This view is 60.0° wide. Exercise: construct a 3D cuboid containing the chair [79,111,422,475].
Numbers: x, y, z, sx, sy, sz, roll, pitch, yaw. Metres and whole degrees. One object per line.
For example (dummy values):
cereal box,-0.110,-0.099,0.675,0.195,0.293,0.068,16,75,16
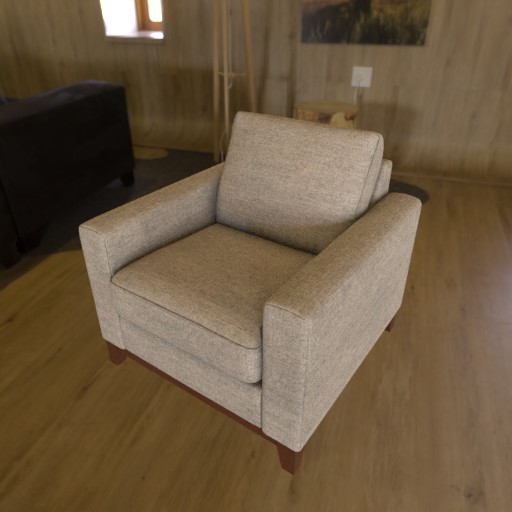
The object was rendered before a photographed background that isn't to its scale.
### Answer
chair,0.000,0.000,1.879,1.024,1.010,1.038,20,36,30
